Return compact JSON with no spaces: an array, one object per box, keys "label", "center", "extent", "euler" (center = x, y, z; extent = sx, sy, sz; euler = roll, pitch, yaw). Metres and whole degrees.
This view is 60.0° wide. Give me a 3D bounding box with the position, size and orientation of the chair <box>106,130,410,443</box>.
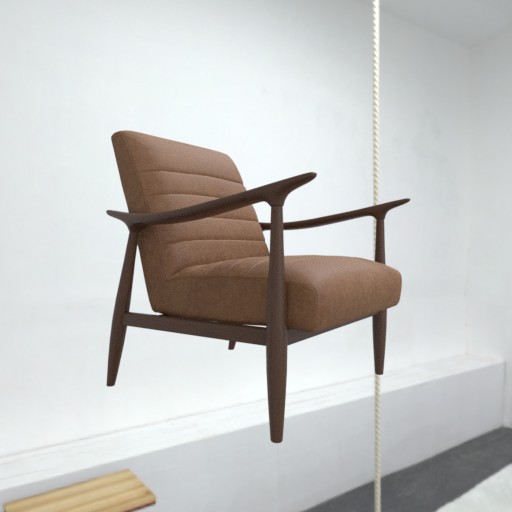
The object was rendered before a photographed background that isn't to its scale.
[{"label":"chair","center":[0.000,0.000,1.452],"extent":[0.798,0.832,0.741],"euler":[1,2,36]}]
